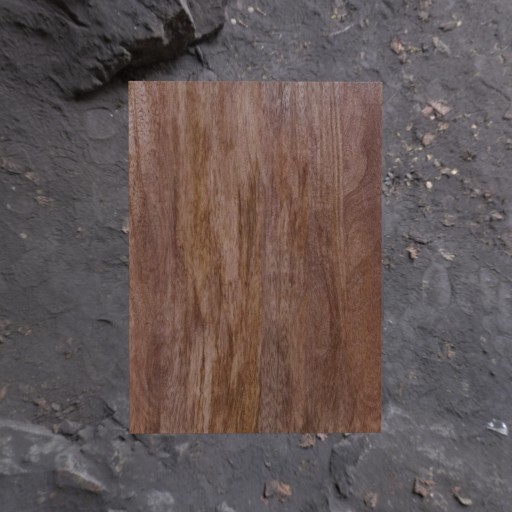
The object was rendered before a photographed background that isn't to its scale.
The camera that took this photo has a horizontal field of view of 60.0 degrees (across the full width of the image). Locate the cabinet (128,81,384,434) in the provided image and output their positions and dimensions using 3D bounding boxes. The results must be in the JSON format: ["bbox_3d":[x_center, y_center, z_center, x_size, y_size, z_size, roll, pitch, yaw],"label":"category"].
[{"bbox_3d":[0.000,0.000,1.193,0.473,0.758,0.647,0,91,-1],"label":"cabinet"}]
